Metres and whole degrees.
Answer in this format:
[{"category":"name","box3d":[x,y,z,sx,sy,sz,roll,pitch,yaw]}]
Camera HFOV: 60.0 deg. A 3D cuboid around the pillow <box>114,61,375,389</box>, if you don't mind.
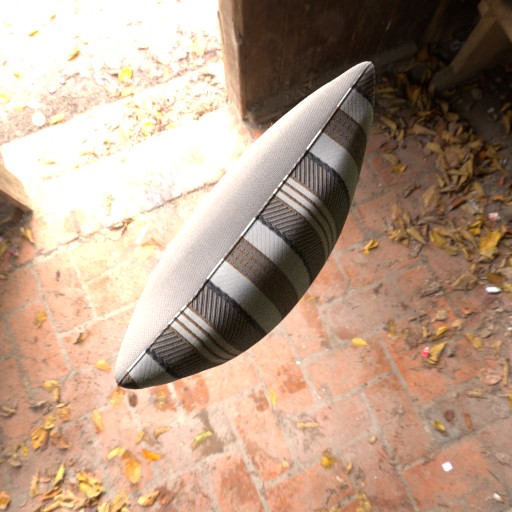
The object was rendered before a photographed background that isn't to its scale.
[{"category":"pillow","box3d":[0.000,0.000,0.626,0.173,0.401,0.416,36,79,8]}]
